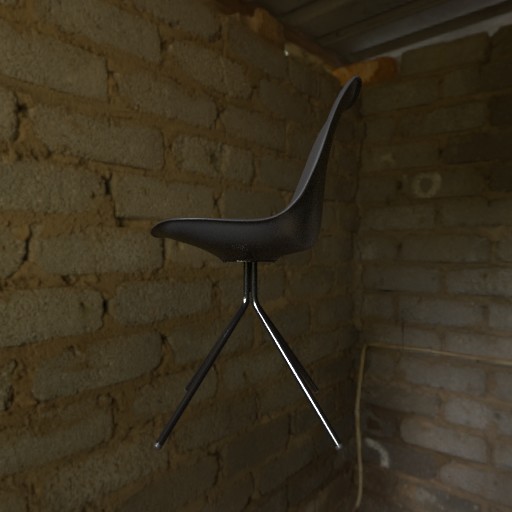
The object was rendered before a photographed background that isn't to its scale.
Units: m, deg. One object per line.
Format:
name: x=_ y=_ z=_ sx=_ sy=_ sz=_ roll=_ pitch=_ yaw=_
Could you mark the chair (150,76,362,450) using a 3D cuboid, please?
chair: x=0.000 y=0.000 z=1.168 sx=0.525 sy=0.850 sz=0.461 roll=0 pitch=1 yaw=1
